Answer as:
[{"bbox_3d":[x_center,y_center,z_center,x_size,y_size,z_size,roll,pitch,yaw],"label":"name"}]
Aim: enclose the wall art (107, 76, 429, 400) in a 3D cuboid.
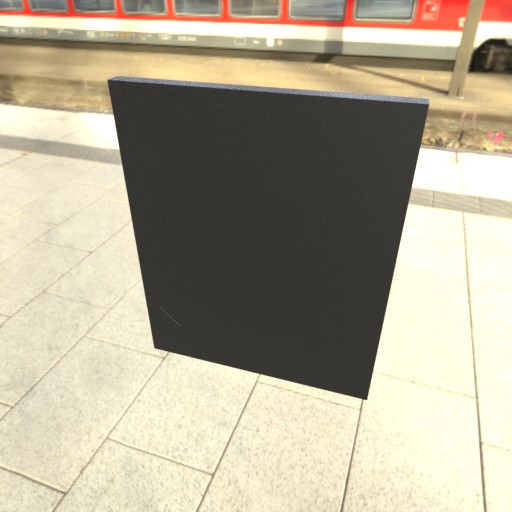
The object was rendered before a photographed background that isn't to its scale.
[{"bbox_3d":[0.000,0.000,0.768,0.457,0.557,0.028,10,35,15],"label":"wall art"}]
